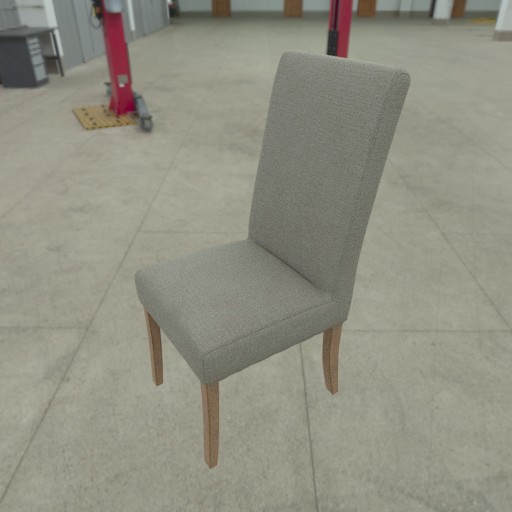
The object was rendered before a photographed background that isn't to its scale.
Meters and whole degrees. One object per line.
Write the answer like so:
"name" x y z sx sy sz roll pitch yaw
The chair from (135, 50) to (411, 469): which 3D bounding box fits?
"chair" 0.000 0.000 1.302 0.611 1.033 0.450 -20 37 -29
